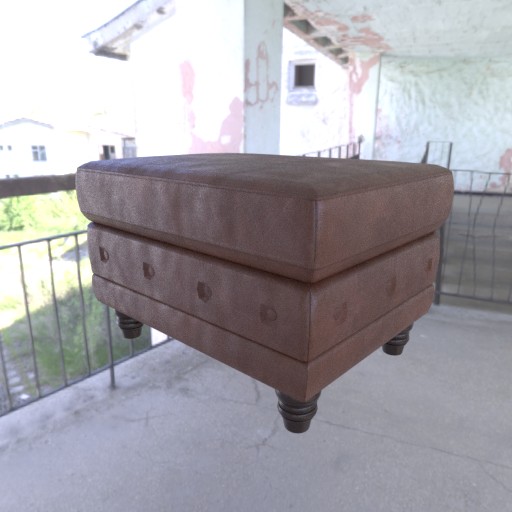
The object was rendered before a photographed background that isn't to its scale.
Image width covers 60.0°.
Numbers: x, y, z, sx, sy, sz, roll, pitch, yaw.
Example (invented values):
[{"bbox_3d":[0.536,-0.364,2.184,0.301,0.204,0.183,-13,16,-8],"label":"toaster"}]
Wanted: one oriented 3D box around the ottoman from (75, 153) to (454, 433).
[{"bbox_3d":[0.000,0.000,1.181,0.795,0.509,0.588,14,22,41],"label":"ottoman"}]
